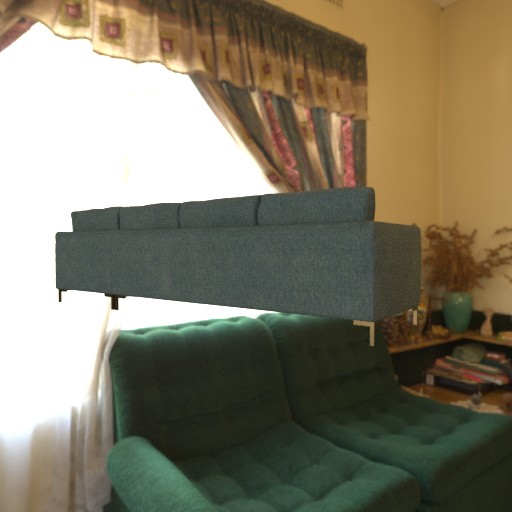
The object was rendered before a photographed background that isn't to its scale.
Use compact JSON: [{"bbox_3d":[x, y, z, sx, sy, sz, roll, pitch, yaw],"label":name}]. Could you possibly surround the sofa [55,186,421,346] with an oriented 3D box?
[{"bbox_3d":[0.000,0.000,3.810,2.949,0.815,2.007,1,2,36],"label":"sofa"}]
